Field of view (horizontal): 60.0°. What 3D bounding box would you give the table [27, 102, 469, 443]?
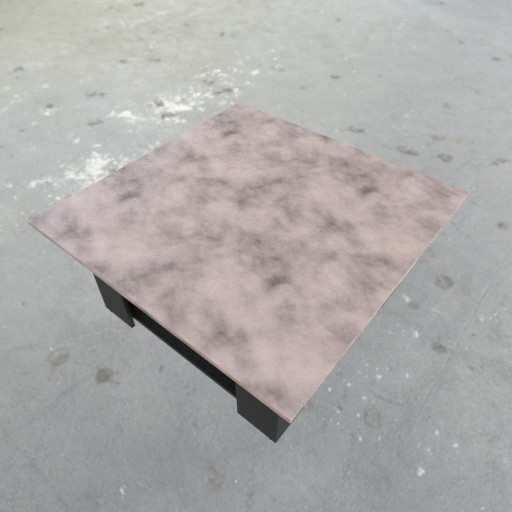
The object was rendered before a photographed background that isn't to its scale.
[{"bbox_3d":[0.000,0.000,1.053,0.670,0.305,0.670,30,53,26],"label":"table"}]
